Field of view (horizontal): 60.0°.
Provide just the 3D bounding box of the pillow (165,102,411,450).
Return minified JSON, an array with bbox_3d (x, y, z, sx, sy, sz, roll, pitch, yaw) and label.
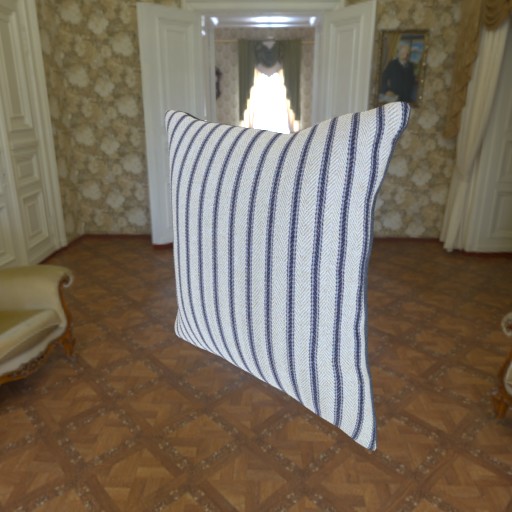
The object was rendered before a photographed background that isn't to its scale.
[{"bbox_3d":[0.000,0.000,0.691,0.138,0.444,0.468,-16,24,-42],"label":"pillow"}]
